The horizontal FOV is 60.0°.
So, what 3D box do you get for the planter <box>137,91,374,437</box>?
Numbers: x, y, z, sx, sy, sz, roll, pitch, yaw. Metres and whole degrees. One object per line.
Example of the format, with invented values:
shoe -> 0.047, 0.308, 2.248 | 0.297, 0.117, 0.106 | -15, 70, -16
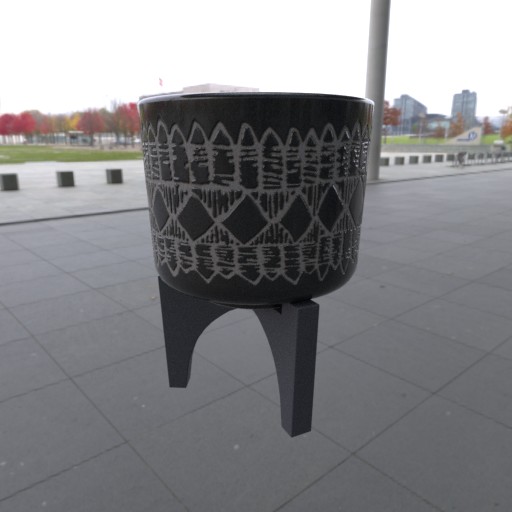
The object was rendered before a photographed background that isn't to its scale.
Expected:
planter -> 0.000, 0.000, 0.271 | 0.129, 0.177, 0.129 | 0, 15, 0
